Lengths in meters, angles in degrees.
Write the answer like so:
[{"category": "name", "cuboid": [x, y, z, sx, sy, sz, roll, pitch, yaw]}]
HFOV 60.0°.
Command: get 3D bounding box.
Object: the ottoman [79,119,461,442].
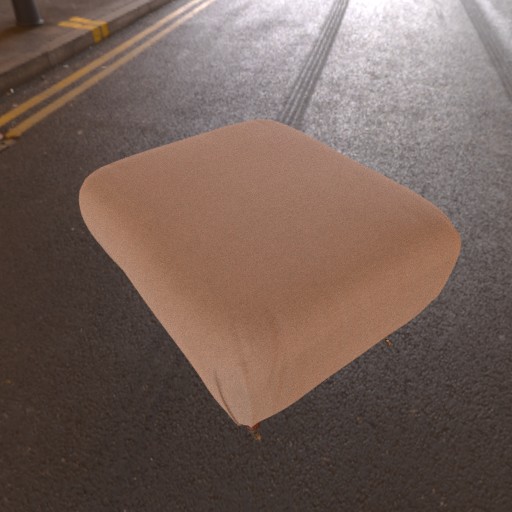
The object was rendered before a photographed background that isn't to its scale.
[{"category": "ottoman", "cuboid": [0.000, 0.000, 1.124, 0.639, 0.450, 0.746, -26, 47, -27]}]
